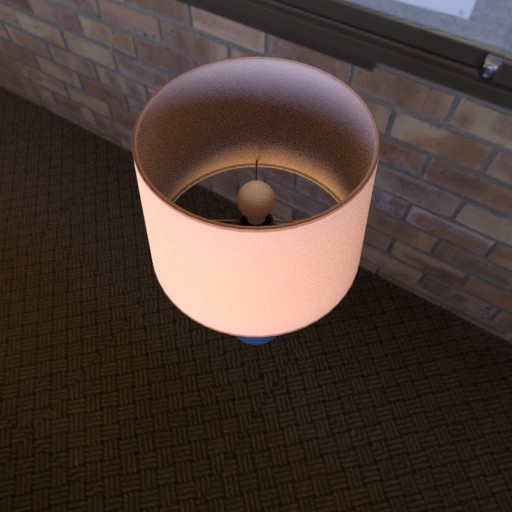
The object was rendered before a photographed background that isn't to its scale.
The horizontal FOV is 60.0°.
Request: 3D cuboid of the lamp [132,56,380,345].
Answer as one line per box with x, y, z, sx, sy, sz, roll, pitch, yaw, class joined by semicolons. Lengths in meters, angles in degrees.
0.000;0.000;0.832;0.367;0.609;0.367;0;58;0;lamp
